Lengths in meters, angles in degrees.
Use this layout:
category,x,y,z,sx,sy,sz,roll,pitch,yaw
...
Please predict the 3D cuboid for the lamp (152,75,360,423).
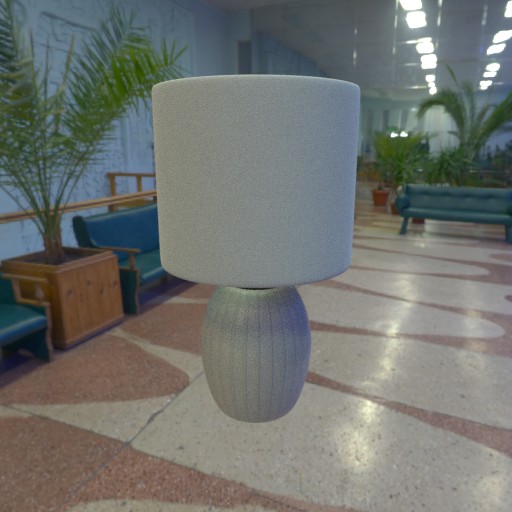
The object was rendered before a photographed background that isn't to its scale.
category,x,y,z,sx,sy,sz,roll,pitch,yaw
lamp,0.000,0.000,0.778,0.328,0.570,0.328,0,14,0
